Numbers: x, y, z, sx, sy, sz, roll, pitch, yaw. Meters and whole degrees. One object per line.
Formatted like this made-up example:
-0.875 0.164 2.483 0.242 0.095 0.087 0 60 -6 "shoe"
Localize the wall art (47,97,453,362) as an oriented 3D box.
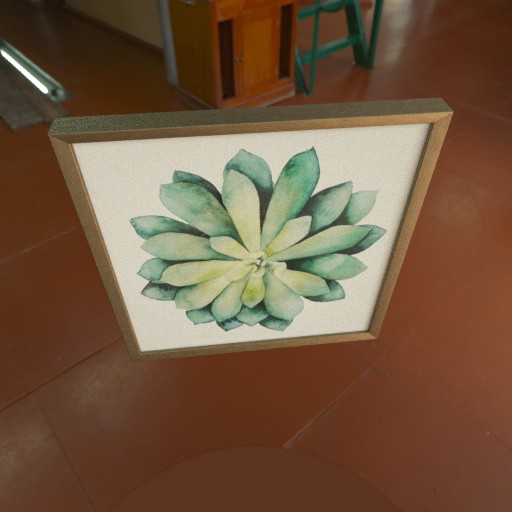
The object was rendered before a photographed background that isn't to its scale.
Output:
0.000 0.000 0.738 0.503 0.506 0.040 -5 45 -5 "wall art"
